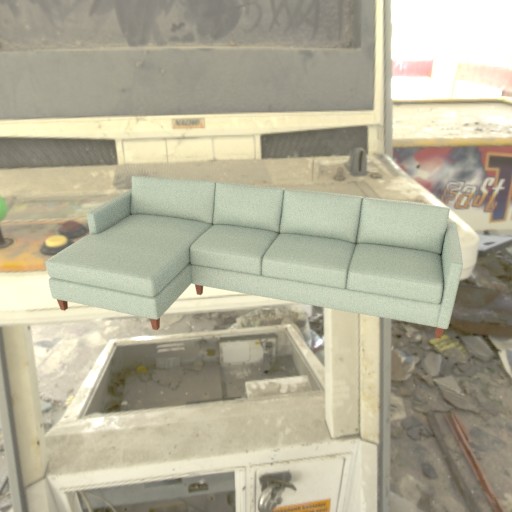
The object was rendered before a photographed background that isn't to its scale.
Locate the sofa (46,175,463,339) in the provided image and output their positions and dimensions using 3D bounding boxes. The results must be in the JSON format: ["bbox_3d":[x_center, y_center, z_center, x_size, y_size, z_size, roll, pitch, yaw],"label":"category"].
[{"bbox_3d":[0.000,0.000,4.116,3.470,0.953,1.600,8,28,16],"label":"sofa"}]
